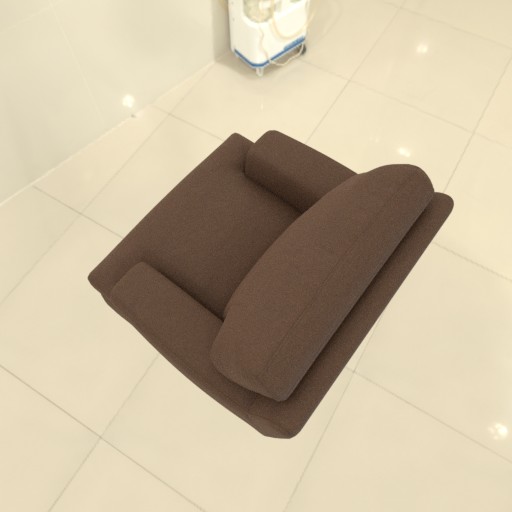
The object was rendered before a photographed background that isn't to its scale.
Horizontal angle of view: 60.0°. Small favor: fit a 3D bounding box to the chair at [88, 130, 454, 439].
[{"bbox_3d":[0.000,0.000,1.981,1.143,0.940,1.168,35,70,15],"label":"chair"}]
